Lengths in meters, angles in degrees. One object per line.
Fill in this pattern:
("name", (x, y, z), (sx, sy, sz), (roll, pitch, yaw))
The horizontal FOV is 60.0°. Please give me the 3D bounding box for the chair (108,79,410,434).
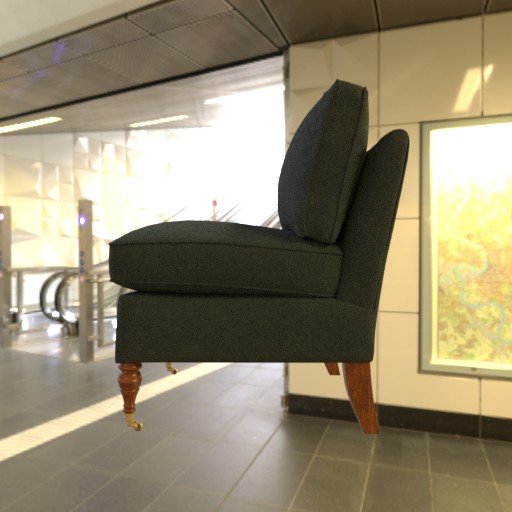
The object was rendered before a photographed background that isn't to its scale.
("chair", (0.000, 0.000, 1.644), (0.912, 1.052, 0.724), (0, 1, 0))
